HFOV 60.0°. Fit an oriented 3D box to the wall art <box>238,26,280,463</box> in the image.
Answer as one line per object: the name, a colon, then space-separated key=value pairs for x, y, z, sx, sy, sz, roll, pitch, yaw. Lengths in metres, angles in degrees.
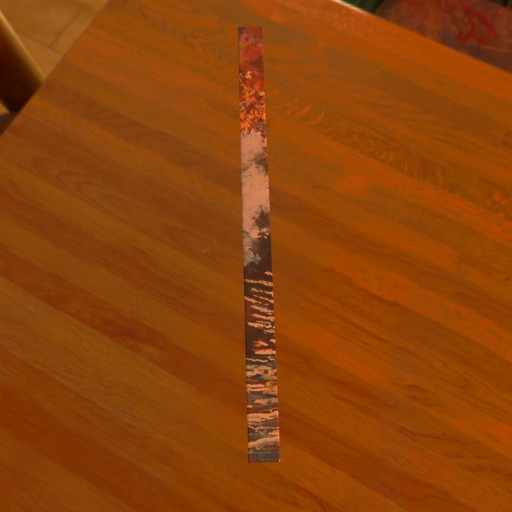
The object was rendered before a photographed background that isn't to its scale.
wall art: x=0.000 y=0.000 z=0.785 sx=0.037 sy=0.406 sz=0.610 roll=-2 pitch=74 yaw=-1
